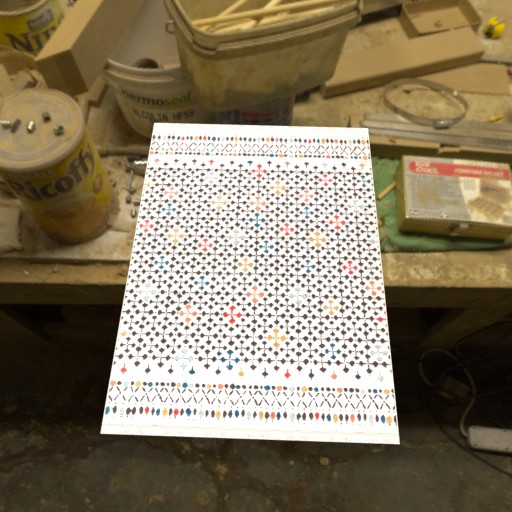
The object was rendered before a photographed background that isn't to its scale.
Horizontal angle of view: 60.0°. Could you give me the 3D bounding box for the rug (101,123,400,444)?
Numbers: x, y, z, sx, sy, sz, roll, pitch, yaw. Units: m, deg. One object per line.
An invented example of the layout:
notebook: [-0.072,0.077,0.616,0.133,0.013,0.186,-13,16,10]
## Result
rug: [0.000,0.000,4.182,2.354,0.007,3.196,2,64,1]
